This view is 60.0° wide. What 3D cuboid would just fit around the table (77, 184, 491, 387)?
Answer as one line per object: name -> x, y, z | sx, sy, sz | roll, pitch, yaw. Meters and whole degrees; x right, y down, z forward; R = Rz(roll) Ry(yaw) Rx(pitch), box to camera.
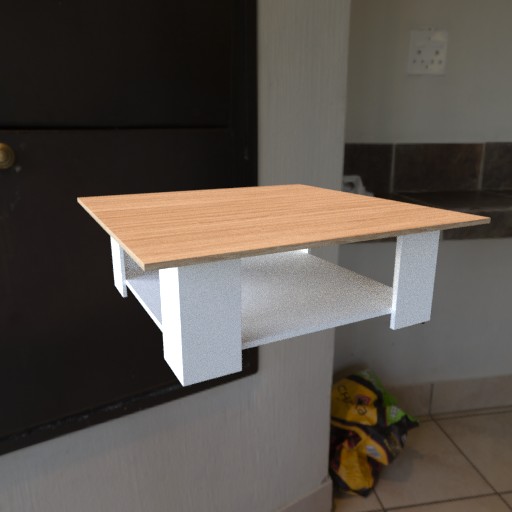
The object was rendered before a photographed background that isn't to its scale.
table -> 0.000, 0.000, 1.354 | 0.890, 0.305, 0.890 | -8, 17, -27
